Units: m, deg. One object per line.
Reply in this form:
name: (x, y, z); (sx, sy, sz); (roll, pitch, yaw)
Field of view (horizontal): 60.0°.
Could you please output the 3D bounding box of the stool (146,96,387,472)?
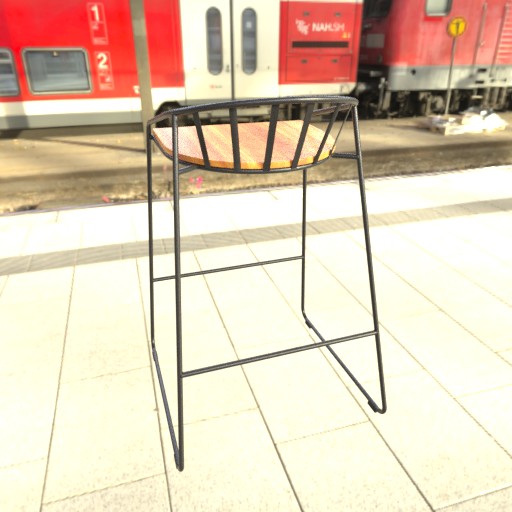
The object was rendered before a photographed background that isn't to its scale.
stool: (0.000, 0.000, 1.127); (0.546, 0.812, 0.521); (-9, 27, -17)
